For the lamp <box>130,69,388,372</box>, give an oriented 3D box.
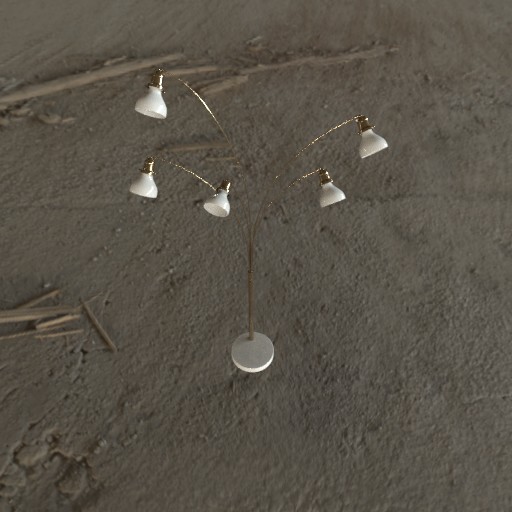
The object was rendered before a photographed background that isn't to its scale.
[{"bbox_3d":[0.000,0.000,2.934,1.405,2.423,0.361,-2,46,-2],"label":"lamp"}]
